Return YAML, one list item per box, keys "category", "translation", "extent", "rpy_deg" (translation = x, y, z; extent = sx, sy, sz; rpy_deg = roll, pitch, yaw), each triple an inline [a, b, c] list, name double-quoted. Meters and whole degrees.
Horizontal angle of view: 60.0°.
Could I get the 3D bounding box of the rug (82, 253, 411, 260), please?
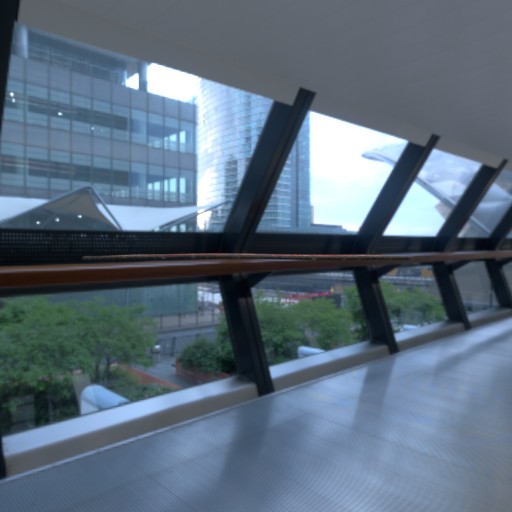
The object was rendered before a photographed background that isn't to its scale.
- category: "rug"
  translation: [0.000, 0.000, 3.558]
  extent: [1.522, 0.034, 3.032]
  rpy_deg: [0, 0, 2]
